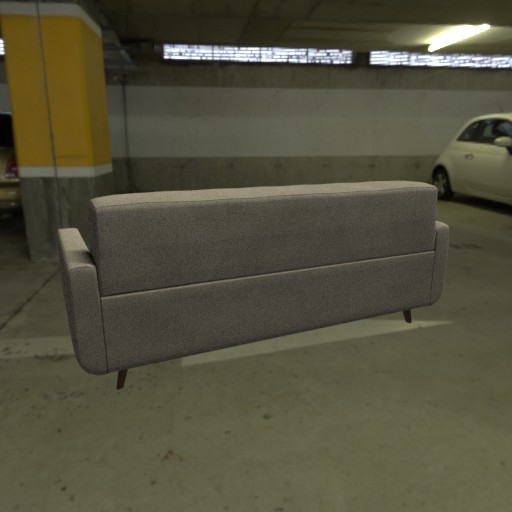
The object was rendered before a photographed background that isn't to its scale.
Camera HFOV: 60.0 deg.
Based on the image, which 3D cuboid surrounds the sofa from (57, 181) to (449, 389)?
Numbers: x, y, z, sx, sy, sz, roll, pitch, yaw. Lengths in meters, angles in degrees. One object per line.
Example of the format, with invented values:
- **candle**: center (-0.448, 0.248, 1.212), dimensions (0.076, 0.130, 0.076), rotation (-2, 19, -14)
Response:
- **sofa**: center (0.000, 0.000, 2.523), dimensions (2.029, 0.841, 0.909), rotation (-7, 16, -25)
